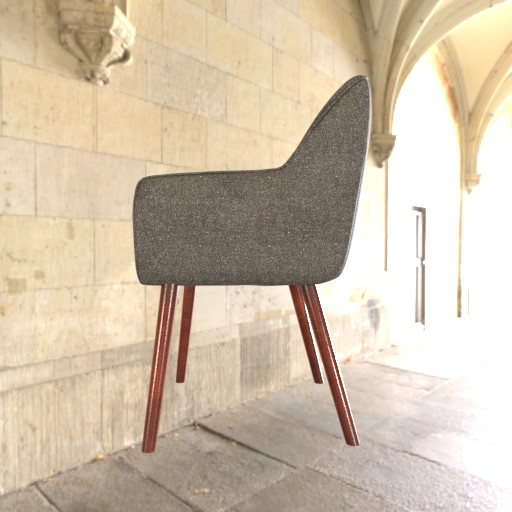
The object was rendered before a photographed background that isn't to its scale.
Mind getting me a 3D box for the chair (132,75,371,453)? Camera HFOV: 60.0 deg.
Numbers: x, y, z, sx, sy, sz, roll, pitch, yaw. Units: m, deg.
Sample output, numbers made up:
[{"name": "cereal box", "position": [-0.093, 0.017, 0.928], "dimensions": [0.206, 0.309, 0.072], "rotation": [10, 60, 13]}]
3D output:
[{"name": "chair", "position": [0.000, 0.000, 1.160], "dimensions": [0.519, 0.803, 0.543], "rotation": [0, 1, -2]}]
